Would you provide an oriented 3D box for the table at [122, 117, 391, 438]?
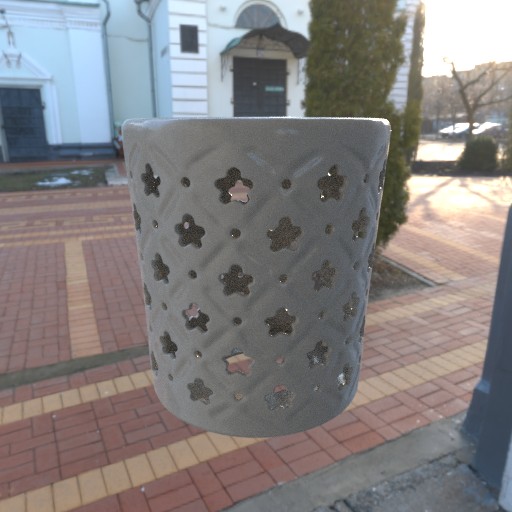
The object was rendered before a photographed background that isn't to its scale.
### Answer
[{"bbox_3d":[0.000,0.000,0.648,0.352,0.387,0.352,0,16,0],"label":"table"}]
